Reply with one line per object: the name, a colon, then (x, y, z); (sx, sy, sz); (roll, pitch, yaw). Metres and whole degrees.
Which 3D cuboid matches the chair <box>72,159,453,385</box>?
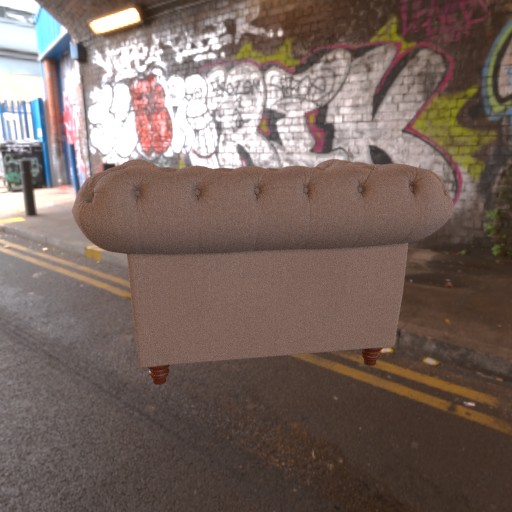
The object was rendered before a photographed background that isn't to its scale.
chair: (0.000, 0.000, 1.842); (1.270, 0.770, 0.976); (-2, 14, -10)
